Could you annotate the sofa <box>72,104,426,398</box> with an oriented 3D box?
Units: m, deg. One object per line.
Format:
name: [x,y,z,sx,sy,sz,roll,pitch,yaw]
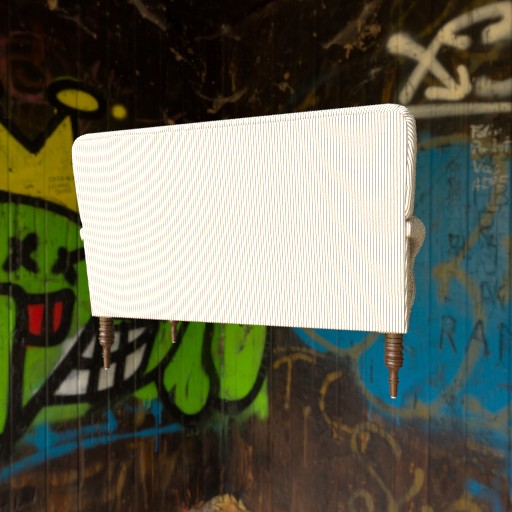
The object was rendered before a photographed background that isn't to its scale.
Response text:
sofa: [0.000,0.000,1.798,1.297,0.889,0.779,0,1,18]
